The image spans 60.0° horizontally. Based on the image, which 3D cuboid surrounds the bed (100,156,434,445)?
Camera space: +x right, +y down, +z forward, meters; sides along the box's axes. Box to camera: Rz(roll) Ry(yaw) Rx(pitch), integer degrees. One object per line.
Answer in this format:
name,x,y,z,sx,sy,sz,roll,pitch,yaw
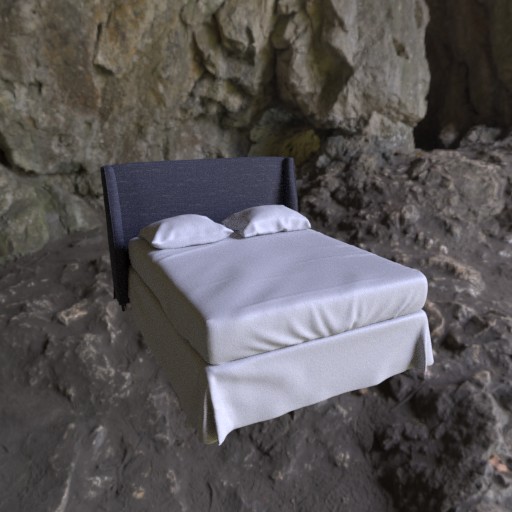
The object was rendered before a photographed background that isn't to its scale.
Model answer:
bed,0.000,0.000,3.520,1.925,1.332,2.276,-9,20,-26
